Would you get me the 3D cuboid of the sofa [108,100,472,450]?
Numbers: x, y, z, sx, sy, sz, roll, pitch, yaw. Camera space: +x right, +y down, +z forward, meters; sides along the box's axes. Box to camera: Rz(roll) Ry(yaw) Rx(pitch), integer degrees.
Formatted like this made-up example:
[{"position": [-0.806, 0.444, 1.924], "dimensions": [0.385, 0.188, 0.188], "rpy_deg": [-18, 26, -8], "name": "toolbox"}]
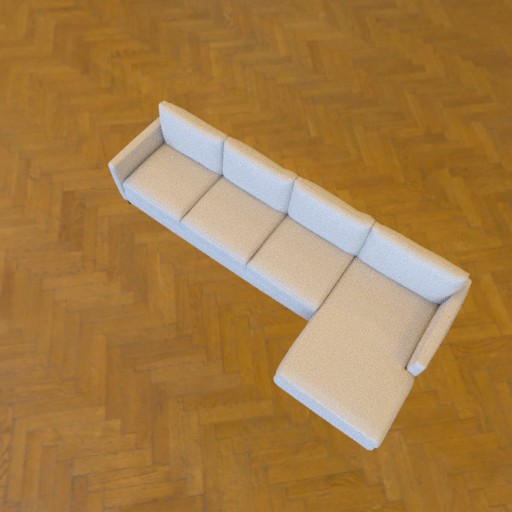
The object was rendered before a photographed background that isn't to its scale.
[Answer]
[{"position": [0.000, 0.000, 3.241], "dimensions": [2.731, 0.755, 1.258], "rpy_deg": [33, 67, 16], "name": "sofa"}]
